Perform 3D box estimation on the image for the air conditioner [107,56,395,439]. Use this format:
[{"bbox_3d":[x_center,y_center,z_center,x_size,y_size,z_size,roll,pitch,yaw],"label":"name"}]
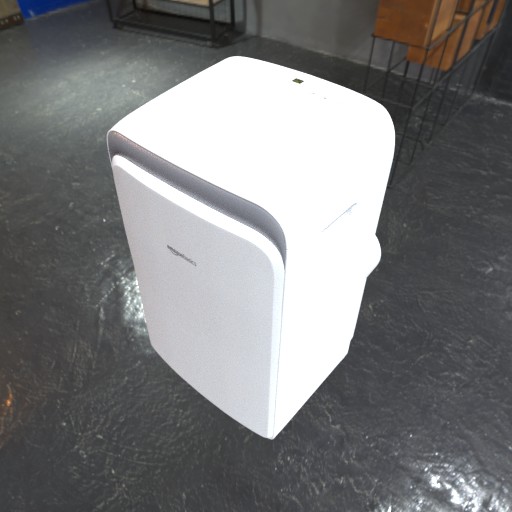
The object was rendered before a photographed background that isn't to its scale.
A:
[{"bbox_3d":[0.000,0.000,1.058,0.478,0.765,0.467,30,53,26],"label":"air conditioner"}]
